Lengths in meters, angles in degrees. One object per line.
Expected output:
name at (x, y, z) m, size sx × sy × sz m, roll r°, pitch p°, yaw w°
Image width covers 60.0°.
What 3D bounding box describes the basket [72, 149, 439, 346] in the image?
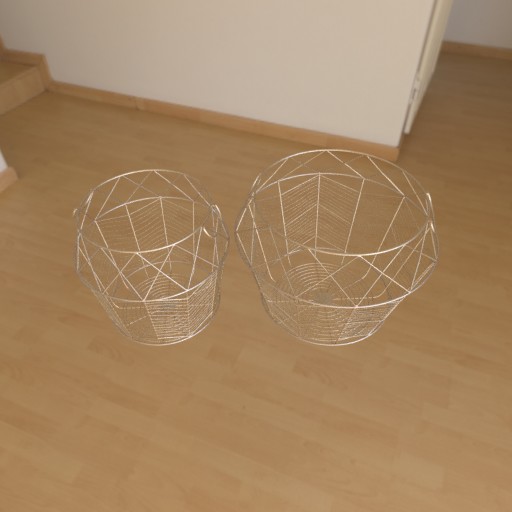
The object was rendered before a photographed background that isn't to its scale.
basket at (0.000, 0.000, 1.041) m, size 0.805 × 0.343 × 0.451 m, roll -2°, pitch 44°, yaw -2°
